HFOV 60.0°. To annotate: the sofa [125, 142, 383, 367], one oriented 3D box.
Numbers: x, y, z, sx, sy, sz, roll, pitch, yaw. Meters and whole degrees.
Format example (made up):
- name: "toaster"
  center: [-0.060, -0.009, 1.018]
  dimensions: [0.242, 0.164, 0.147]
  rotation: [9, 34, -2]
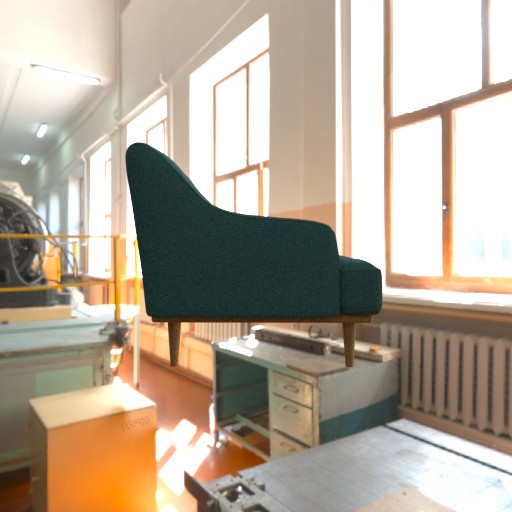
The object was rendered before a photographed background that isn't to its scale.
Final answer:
- name: "sofa"
  center: [0.000, 0.000, 2.643]
  dimensions: [0.978, 0.871, 2.057]
  rotation: [0, -1, 1]
